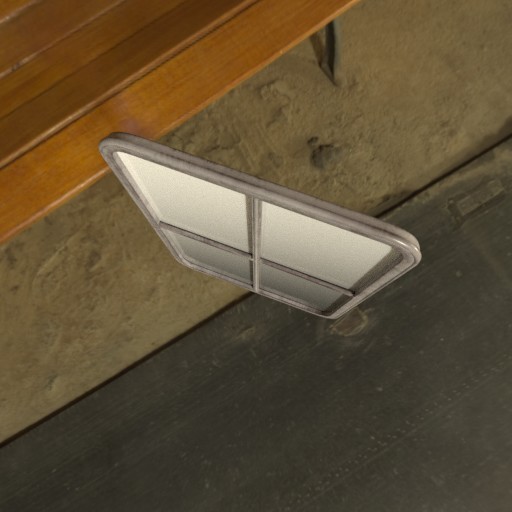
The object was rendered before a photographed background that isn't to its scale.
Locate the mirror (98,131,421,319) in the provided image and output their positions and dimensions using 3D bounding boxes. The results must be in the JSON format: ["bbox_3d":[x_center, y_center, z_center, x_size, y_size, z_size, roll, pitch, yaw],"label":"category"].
[{"bbox_3d":[0.000,0.000,0.891,0.461,0.713,0.024,20,76,5],"label":"mirror"}]
